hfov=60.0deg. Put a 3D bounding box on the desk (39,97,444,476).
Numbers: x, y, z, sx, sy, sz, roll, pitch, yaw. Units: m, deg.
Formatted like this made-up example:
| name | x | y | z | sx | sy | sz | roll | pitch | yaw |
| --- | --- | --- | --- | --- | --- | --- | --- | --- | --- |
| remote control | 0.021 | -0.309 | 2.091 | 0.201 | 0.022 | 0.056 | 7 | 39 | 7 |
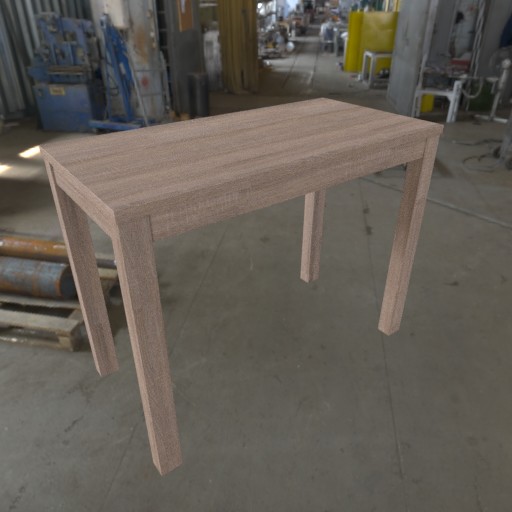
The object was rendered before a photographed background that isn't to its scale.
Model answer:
| name | x | y | z | sx | sy | sz | roll | pitch | yaw |
| --- | --- | --- | --- | --- | --- | --- | --- | --- | --- |
| desk | 0.000 | 0.000 | 1.389 | 0.991 | 0.762 | 0.495 | -21 | 36 | -31 |
